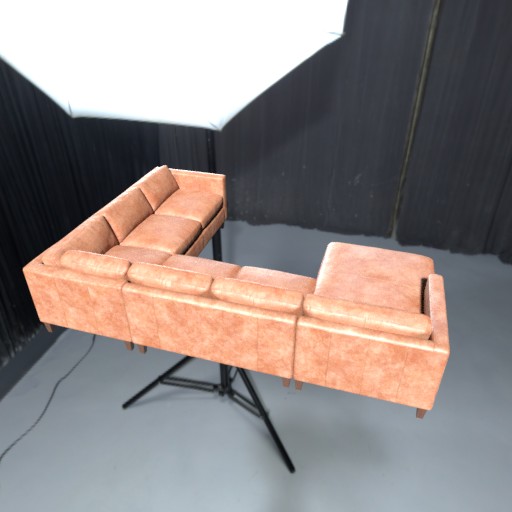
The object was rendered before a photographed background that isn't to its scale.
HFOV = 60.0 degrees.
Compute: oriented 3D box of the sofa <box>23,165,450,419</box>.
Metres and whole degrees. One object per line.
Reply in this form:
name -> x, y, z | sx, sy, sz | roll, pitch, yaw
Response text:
sofa -> 0.000, 0.000, 4.454 | 3.401, 0.832, 2.430 | 9, 34, 14
